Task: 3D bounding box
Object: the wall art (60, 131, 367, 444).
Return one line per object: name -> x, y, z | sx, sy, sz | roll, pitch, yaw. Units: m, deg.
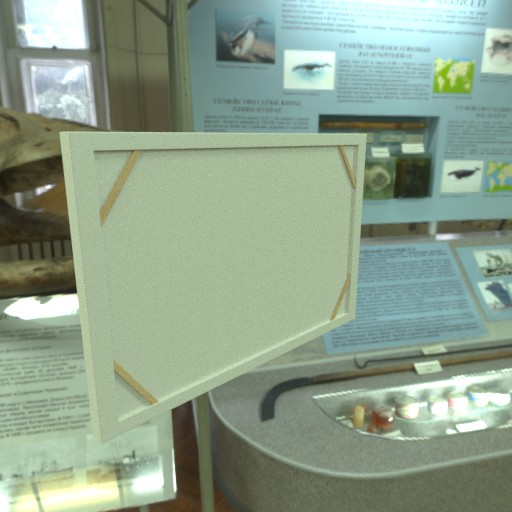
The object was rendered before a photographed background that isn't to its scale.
wall art -> 0.000, 0.000, 1.140 | 0.914, 0.609, 0.038 | -14, 21, -43
